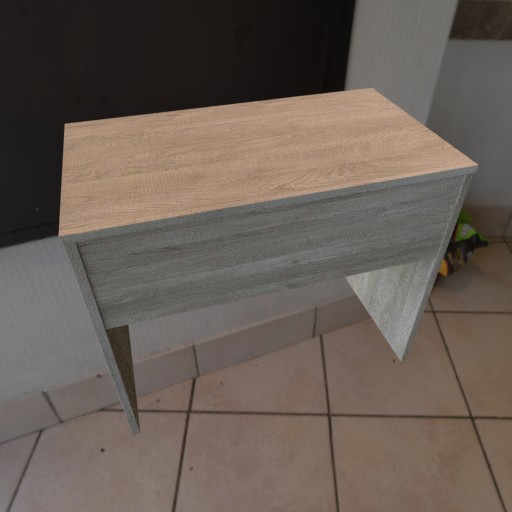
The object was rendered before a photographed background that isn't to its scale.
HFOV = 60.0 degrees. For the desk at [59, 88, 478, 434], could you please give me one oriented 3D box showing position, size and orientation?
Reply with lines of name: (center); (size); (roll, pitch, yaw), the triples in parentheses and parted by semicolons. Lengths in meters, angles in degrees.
desk: (0.000, 0.000, 1.312); (0.893, 0.724, 0.498); (-11, 42, -13)
